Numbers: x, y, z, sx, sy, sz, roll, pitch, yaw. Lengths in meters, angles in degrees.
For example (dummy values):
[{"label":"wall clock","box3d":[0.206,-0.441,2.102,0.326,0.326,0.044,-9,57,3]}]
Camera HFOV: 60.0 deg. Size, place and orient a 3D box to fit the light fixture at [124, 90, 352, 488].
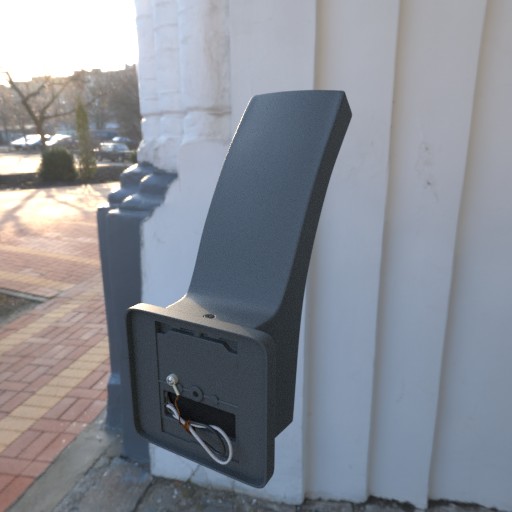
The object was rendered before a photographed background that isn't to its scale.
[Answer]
[{"label":"light fixture","box3d":[0.000,0.000,0.330,0.108,0.243,0.174,8,17,29]}]
